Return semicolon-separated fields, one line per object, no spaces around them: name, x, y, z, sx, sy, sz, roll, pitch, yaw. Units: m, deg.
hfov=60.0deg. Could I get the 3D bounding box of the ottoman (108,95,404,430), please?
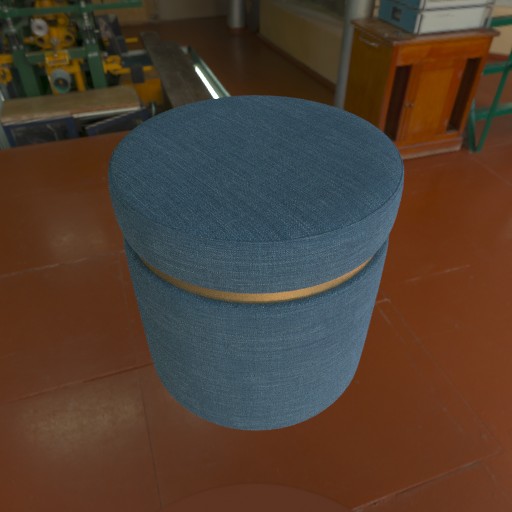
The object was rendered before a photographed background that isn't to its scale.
ottoman;0.000;0.000;0.723;0.398;0.406;0.398;0;41;0
